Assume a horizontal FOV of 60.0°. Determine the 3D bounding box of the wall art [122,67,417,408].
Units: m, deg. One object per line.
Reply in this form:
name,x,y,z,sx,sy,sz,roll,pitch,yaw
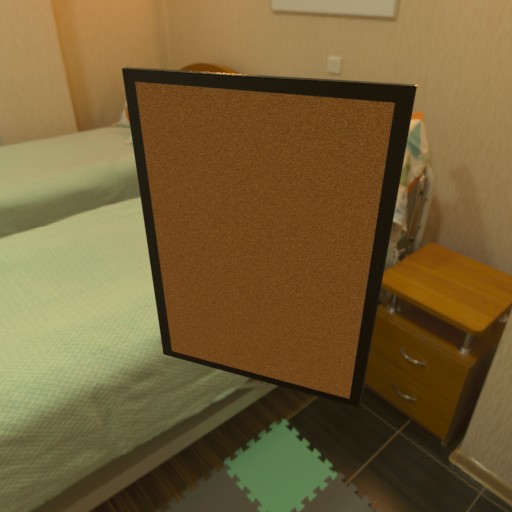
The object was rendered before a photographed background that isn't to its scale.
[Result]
wall art,0.000,0.000,0.861,0.480,0.657,0.016,11,33,17
